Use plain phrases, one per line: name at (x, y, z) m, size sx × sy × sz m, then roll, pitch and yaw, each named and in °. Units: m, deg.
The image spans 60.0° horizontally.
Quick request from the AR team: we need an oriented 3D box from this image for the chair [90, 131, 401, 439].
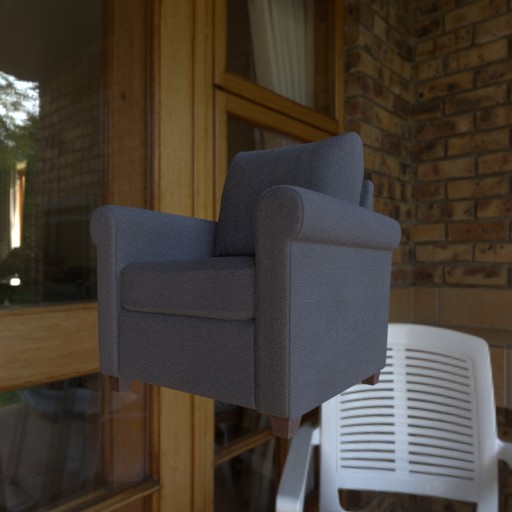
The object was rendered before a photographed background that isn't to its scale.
chair at (0.000, 0.000, 1.638) m, size 0.867 × 0.942 × 0.828 m, roll 0°, pitch -1°, yaw 36°
